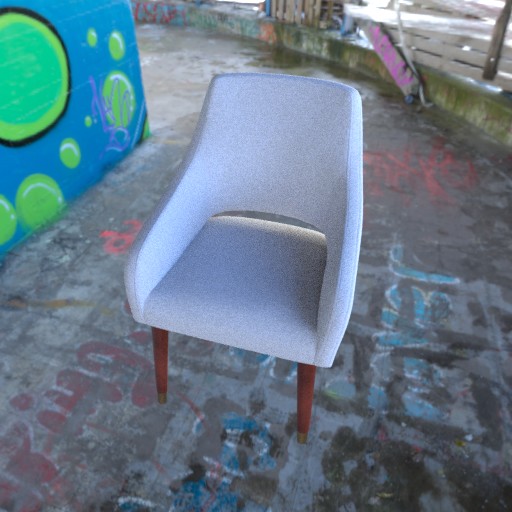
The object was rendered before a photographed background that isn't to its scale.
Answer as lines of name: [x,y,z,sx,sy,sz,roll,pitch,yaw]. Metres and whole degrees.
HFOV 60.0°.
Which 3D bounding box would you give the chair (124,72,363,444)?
chair: [0.000,0.000,1.336,0.609,0.889,0.600,11,40,13]
